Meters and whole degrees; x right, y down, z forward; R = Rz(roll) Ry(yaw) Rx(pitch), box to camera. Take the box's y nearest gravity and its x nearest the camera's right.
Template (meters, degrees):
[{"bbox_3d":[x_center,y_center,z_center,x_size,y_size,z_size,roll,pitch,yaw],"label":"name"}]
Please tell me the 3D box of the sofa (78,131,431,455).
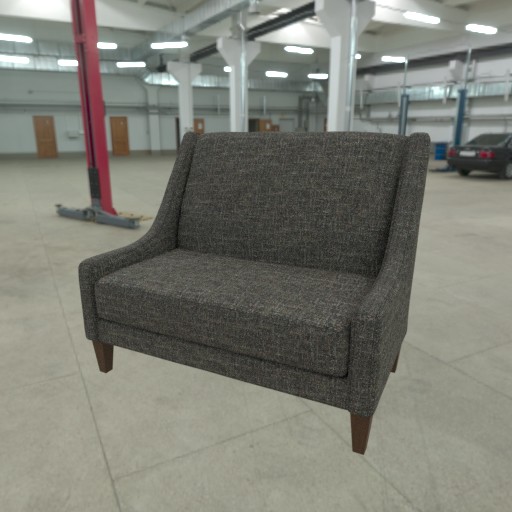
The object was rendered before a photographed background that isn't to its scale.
[{"bbox_3d":[0.000,0.000,1.889,1.242,1.021,0.870,8,18,26],"label":"sofa"}]
